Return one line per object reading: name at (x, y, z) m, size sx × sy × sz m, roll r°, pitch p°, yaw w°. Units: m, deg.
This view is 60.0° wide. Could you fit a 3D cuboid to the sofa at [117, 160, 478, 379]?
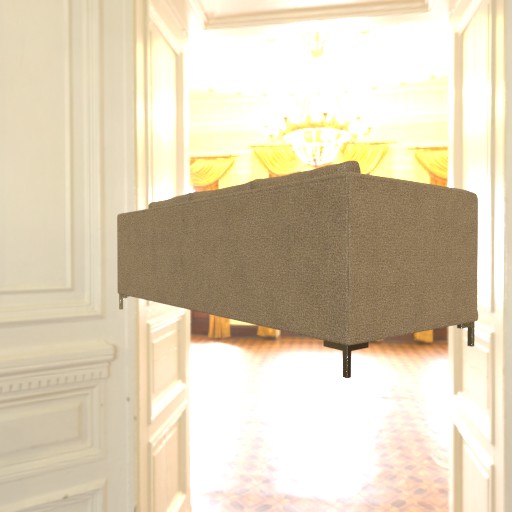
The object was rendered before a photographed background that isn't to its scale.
sofa at (0.000, 0.000, 2.858) m, size 0.969 × 0.867 × 2.415 m, roll -1°, pitch 1°, yaw -37°
